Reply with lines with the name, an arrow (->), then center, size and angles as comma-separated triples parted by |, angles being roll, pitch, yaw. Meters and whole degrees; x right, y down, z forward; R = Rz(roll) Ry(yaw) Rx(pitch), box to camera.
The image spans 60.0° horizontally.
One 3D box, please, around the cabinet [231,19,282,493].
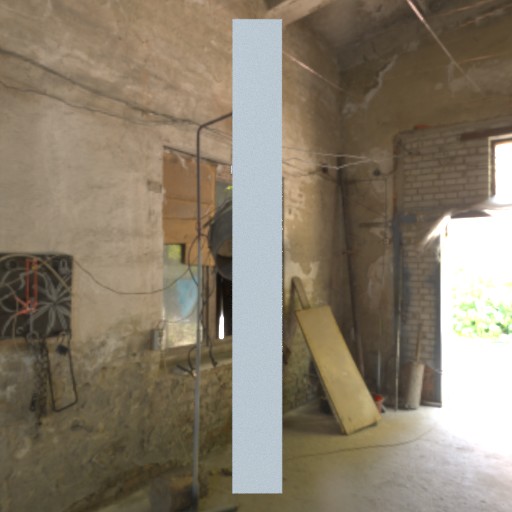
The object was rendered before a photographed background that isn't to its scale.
cabinet -> 0.000, 0.000, 1.976 | 0.192, 1.770, 0.643 | 0, 0, 0
